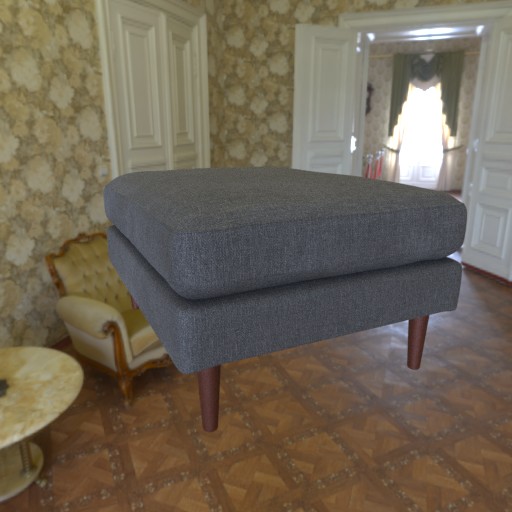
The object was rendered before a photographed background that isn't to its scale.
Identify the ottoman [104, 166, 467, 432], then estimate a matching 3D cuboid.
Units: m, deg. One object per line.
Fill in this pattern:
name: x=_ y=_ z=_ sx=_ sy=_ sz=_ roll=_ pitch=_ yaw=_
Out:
ottoman: x=0.000 y=0.000 z=1.242 sx=0.693 sy=0.474 sz=0.821 roll=-7 pitch=17 yaw=-25
